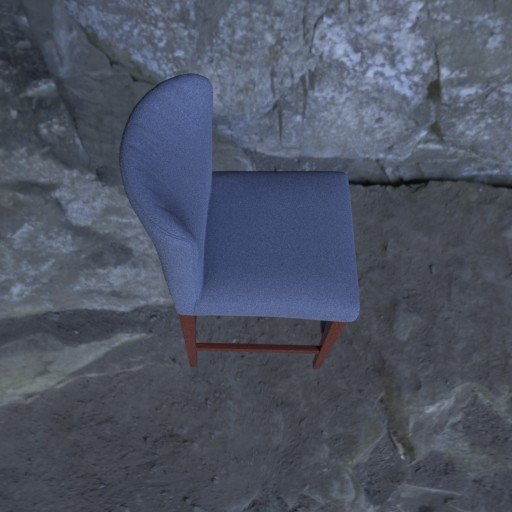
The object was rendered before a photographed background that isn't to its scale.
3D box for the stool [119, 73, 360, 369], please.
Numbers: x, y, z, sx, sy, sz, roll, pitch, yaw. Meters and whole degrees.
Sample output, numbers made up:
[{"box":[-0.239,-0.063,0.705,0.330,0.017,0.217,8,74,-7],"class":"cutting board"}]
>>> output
[{"box":[0.000,0.000,1.391,0.568,1.069,0.481,1,62,1],"class":"stool"}]
